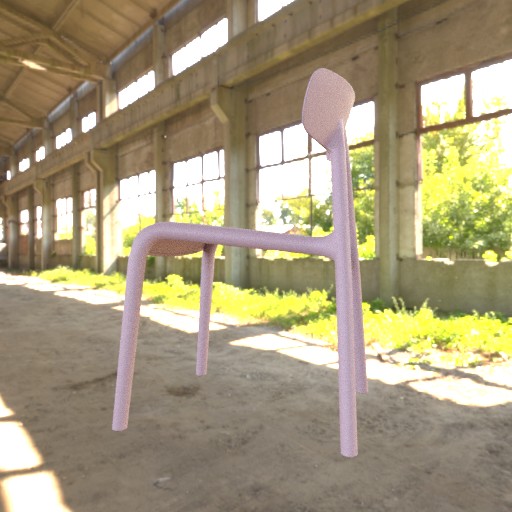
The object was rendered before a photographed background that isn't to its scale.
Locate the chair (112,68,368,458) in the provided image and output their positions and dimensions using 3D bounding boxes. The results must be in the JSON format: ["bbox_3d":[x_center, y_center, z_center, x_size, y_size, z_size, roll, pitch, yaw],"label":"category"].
[{"bbox_3d":[0.000,0.000,0.843,0.401,0.580,0.356,0,1,17],"label":"chair"}]
